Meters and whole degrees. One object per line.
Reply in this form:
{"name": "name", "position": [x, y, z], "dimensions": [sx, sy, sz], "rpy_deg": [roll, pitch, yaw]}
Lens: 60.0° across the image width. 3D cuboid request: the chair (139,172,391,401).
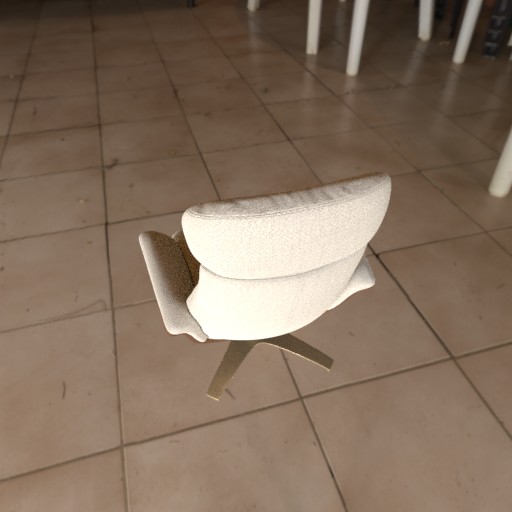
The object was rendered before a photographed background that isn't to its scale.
{"name": "chair", "position": [0.000, 0.000, 1.606], "dimensions": [0.785, 0.995, 0.837], "rpy_deg": [-12, 43, -13]}
